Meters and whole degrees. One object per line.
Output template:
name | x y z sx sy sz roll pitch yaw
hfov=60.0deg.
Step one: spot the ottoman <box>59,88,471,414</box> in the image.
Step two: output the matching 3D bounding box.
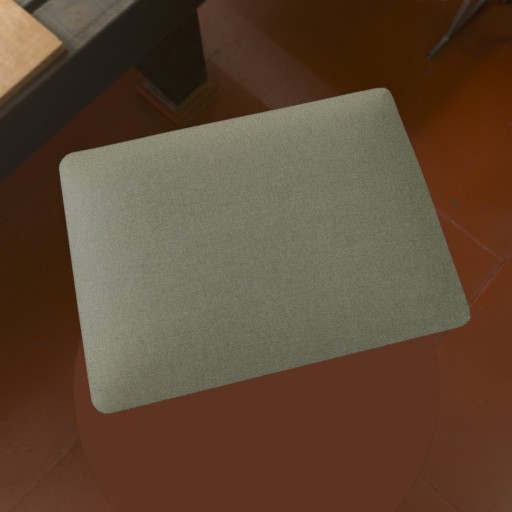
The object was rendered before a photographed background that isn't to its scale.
ottoman | 0.000 0.000 1.201 0.843 0.504 0.619 -13 76 -3
